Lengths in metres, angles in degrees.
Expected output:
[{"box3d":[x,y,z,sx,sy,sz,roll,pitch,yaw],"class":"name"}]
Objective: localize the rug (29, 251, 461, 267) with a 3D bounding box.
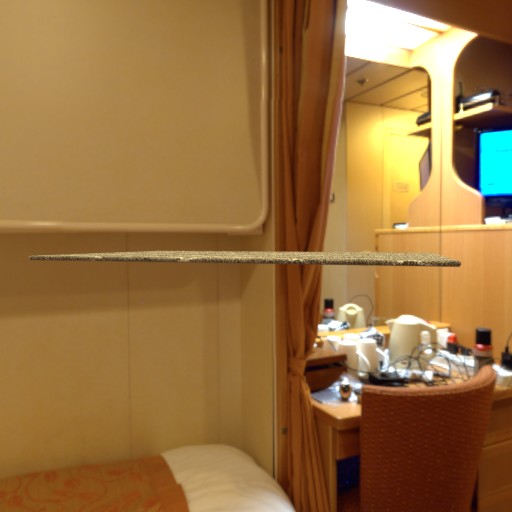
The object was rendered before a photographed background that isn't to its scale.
[{"box3d":[0.000,0.000,3.487,2.743,0.030,1.778,1,2,18],"class":"rug"}]
